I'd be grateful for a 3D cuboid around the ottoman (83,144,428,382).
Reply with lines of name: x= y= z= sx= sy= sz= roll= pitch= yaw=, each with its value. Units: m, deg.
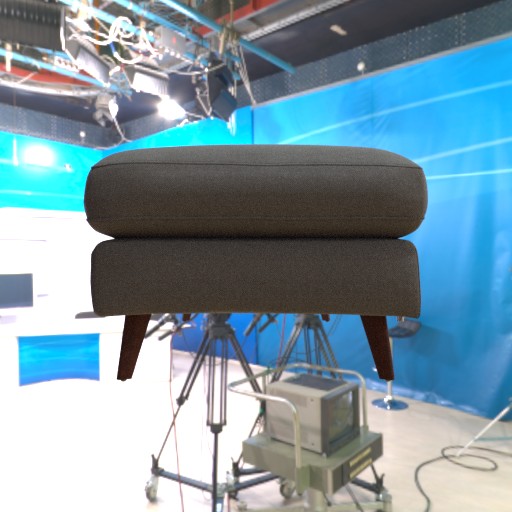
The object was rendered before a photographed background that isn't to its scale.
ottoman: x=0.000 y=0.000 z=1.142 sx=0.608 sy=0.449 sz=0.811 roll=0 pitch=0 yaw=0
